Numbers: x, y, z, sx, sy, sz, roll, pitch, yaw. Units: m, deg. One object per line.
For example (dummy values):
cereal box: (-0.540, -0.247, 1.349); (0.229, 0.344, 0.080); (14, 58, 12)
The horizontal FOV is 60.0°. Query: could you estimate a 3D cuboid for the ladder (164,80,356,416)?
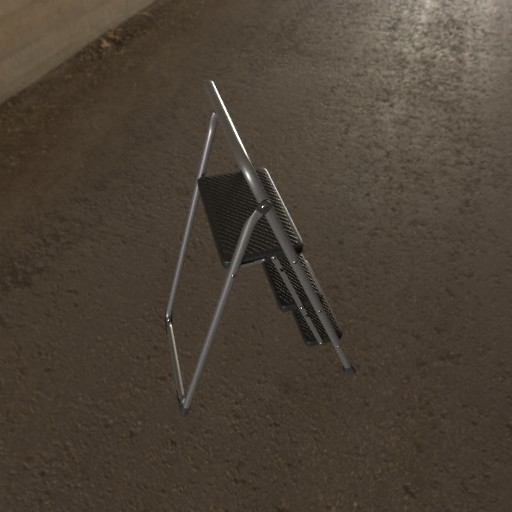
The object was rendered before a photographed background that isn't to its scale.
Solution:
ladder: (0.000, 0.000, 1.314); (0.629, 0.945, 0.430); (-11, 47, -11)
